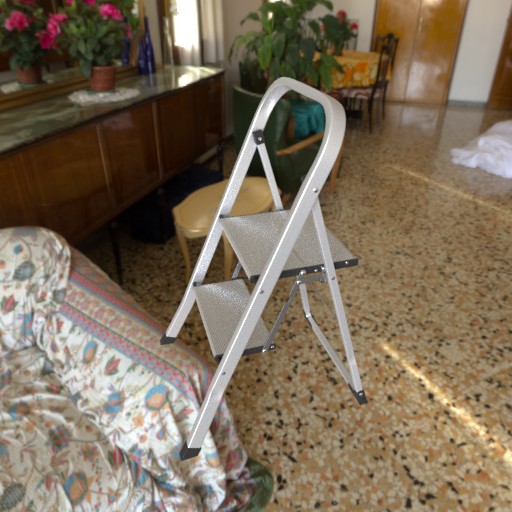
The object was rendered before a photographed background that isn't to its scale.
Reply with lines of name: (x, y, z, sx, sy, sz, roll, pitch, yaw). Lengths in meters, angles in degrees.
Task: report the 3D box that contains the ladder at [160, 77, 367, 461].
ladder: (0.000, 0.000, 1.144, 0.530, 0.830, 0.465, -9, 32, -14)
